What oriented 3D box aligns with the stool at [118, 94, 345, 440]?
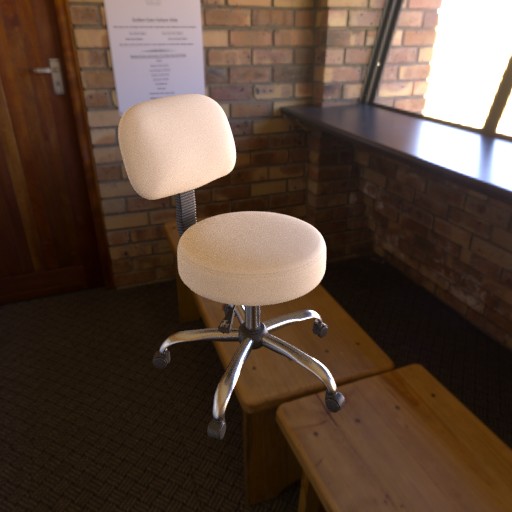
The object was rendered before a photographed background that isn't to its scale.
[{"bbox_3d":[0.000,0.000,1.246,0.616,0.810,0.609,19,33,33],"label":"stool"}]
